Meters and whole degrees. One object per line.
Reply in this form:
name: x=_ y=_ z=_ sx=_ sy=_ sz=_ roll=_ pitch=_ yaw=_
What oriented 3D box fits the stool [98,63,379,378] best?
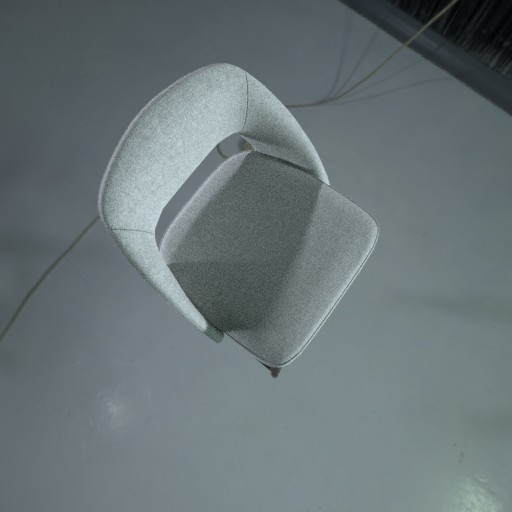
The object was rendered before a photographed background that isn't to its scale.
stool: x=0.000 y=0.000 z=1.201 sx=0.509 sy=0.940 sz=0.494 roll=36 pitch=78 yaw=8
